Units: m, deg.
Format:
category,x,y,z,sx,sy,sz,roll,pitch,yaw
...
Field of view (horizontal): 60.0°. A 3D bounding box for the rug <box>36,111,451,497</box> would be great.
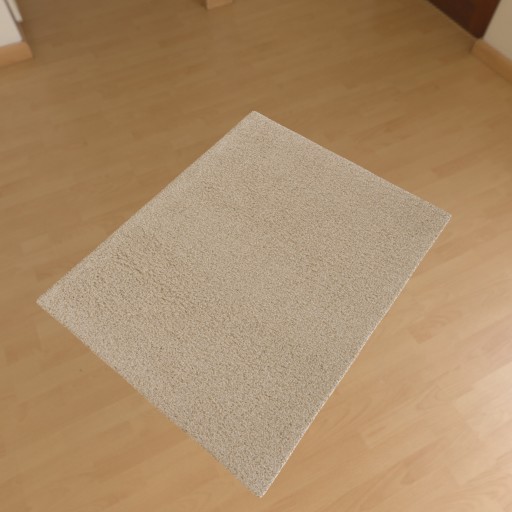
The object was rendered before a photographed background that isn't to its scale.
category,x,y,z,sx,sy,sz,roll,pitch,yaw
rug,0.000,0.000,4.041,2.438,0.029,3.047,33,64,19
